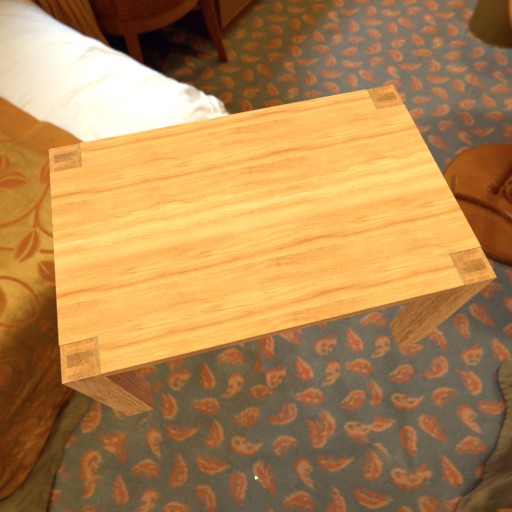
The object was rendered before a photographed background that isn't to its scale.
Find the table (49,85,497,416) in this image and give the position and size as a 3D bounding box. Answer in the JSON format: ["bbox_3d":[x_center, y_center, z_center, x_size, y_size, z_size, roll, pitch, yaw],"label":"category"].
[{"bbox_3d":[0.000,0.000,1.905,1.400,0.760,0.900,-13,64,-6],"label":"table"}]
